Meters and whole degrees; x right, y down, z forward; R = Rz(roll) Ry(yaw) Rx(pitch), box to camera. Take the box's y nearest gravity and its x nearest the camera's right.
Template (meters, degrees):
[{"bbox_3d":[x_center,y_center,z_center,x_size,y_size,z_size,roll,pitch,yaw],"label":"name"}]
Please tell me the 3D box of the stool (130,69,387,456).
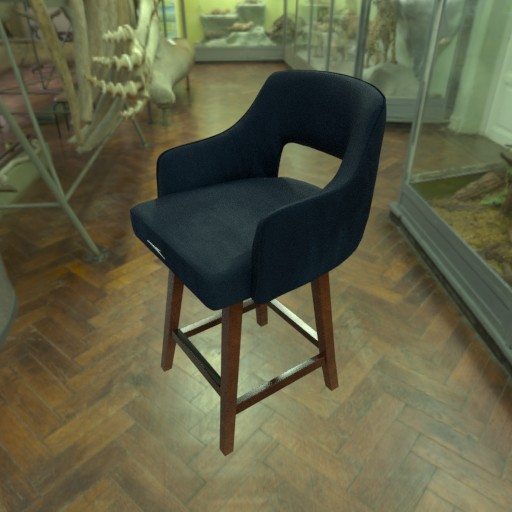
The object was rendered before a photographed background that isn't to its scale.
[{"bbox_3d":[0.000,0.000,1.279,0.560,0.940,0.550,-20,37,-30],"label":"stool"}]
